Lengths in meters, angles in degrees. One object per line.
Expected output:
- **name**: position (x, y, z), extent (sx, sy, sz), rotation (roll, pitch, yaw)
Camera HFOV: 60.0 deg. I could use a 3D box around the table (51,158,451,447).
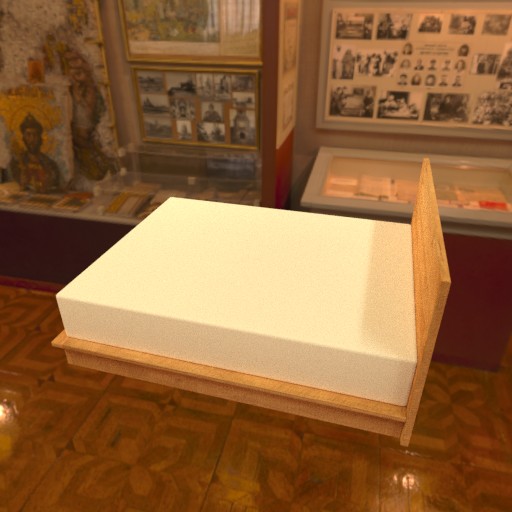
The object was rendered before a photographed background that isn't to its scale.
- **table**: position (0.000, 0.000, 3.040), extent (2.149, 1.041, 1.707), rotation (8, 31, 14)
